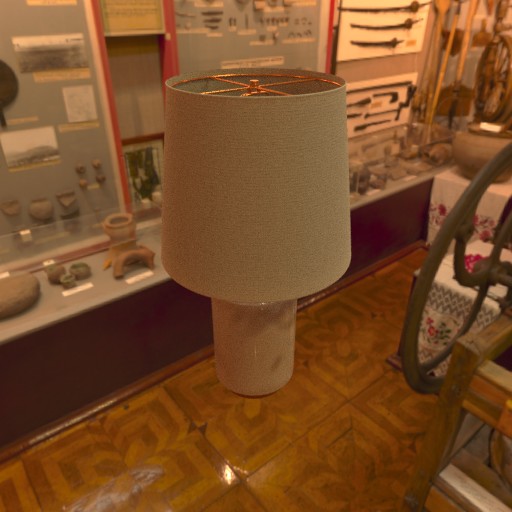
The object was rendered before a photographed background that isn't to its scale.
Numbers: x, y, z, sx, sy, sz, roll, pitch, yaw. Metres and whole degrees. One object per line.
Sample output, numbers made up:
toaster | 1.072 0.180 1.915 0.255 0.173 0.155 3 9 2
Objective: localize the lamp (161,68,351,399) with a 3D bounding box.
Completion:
lamp | 0.000 0.000 0.455 0.189 0.340 0.189 0 30 0
